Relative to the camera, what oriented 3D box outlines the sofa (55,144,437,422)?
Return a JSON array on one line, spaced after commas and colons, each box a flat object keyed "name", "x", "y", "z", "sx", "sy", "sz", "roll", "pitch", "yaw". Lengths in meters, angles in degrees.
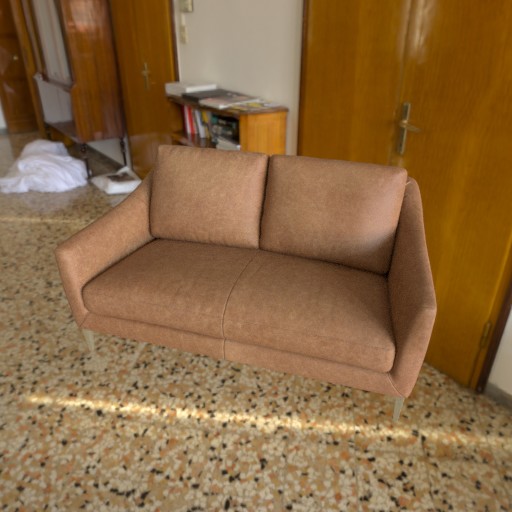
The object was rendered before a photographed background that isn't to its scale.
[{"name": "sofa", "x": 0.000, "y": 0.000, "z": 2.211, "sx": 1.619, "sy": 0.902, "sz": 0.960, "roll": 8, "pitch": 29, "yaw": 15}]
